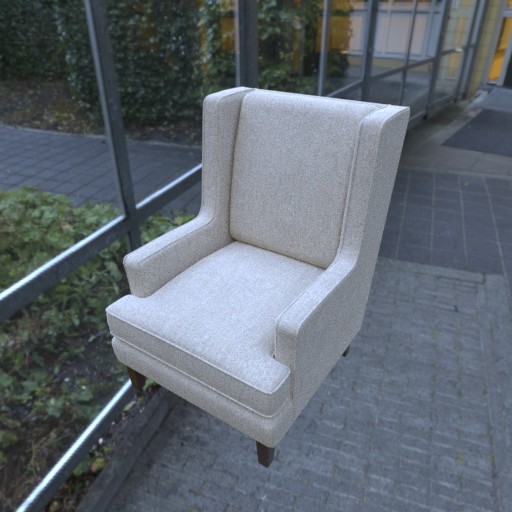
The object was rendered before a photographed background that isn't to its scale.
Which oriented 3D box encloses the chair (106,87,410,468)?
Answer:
[{"bbox_3d":[0.000,0.000,1.747,0.764,1.082,0.948,19,35,29],"label":"chair"}]
